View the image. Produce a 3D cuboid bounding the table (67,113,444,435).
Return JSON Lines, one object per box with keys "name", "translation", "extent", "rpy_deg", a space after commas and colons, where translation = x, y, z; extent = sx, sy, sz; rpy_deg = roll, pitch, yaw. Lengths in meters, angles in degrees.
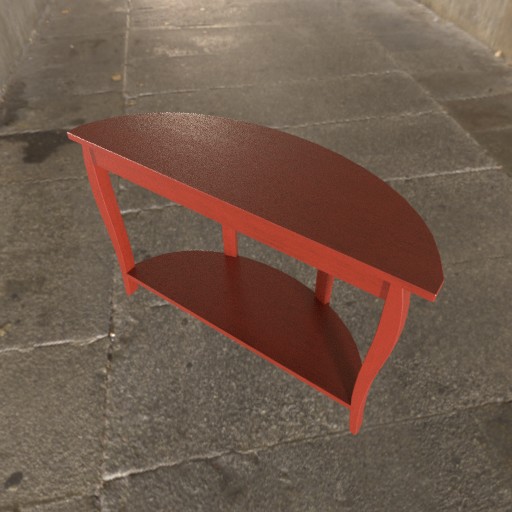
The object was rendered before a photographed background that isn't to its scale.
{"name": "table", "translation": [0.000, 0.000, 1.588], "extent": [1.219, 0.779, 0.405], "rpy_deg": [26, 50, 24]}
